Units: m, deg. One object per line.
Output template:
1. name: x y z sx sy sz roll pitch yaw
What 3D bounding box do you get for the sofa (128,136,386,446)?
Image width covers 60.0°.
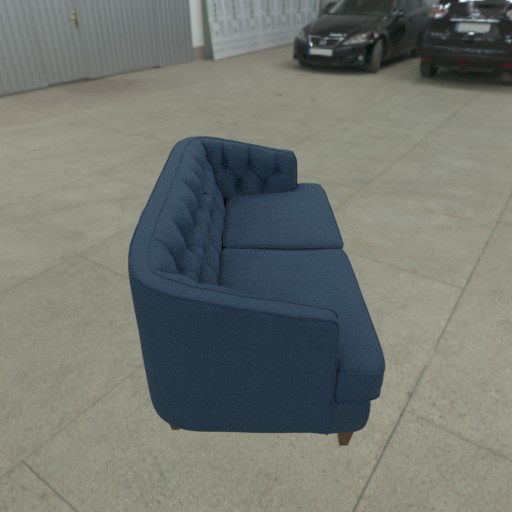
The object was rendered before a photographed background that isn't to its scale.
1. sofa: 0.000 0.000 2.294 0.941 0.854 1.733 0 32 -1
